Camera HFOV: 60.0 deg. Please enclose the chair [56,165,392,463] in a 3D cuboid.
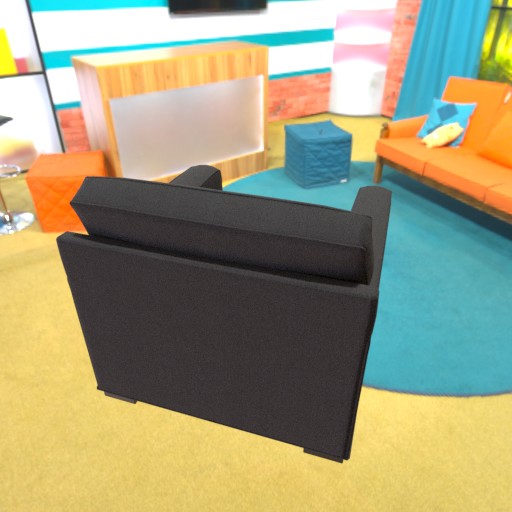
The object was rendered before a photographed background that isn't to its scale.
[{"bbox_3d":[0.000,0.000,1.819,0.997,0.913,1.043,10,34,15],"label":"chair"}]
